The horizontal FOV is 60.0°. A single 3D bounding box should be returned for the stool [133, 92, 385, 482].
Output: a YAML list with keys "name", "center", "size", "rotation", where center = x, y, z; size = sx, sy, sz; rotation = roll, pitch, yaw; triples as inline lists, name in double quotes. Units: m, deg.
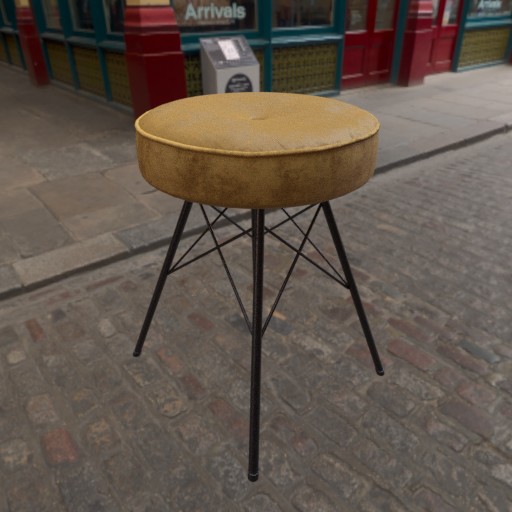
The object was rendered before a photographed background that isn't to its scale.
- name: "stool"
  center: [0.000, 0.000, 0.922]
  size: [0.438, 0.595, 0.472]
  rotation: [-22, 37, -33]
